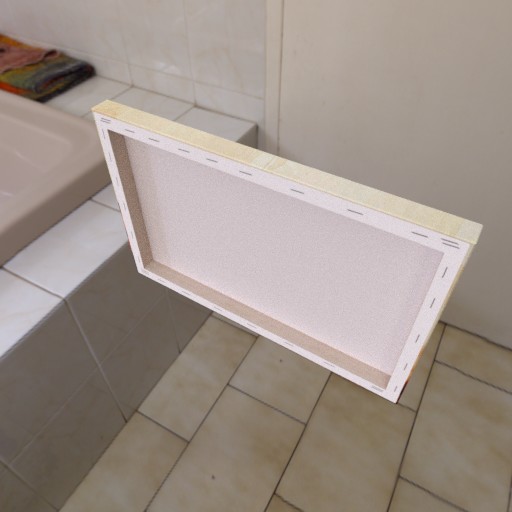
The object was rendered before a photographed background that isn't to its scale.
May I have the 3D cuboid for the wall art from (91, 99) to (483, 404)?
[{"bbox_3d":[0.000,0.000,0.772,0.613,0.402,0.040,24,50,21],"label":"wall art"}]
